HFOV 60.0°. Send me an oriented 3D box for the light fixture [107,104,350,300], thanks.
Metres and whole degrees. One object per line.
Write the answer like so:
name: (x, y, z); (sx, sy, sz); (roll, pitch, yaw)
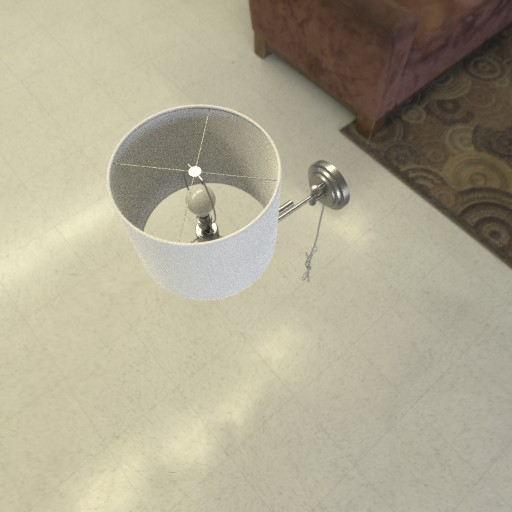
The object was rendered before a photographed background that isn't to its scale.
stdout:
light fixture: (0.000, 0.000, 1.048); (0.479, 0.842, 0.253); (-35, 68, -16)
